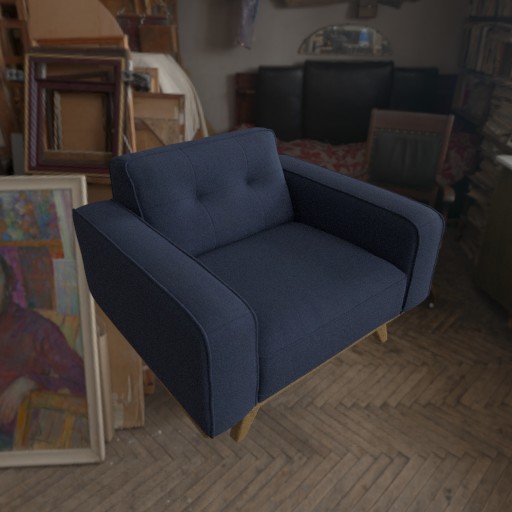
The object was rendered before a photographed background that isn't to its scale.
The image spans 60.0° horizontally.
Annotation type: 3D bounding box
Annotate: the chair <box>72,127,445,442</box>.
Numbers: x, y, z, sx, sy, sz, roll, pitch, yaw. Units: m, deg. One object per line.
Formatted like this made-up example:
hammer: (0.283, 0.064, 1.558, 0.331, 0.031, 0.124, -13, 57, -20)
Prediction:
chair: (0.000, 0.000, 1.765, 1.118, 0.783, 0.953, -22, 37, -33)
